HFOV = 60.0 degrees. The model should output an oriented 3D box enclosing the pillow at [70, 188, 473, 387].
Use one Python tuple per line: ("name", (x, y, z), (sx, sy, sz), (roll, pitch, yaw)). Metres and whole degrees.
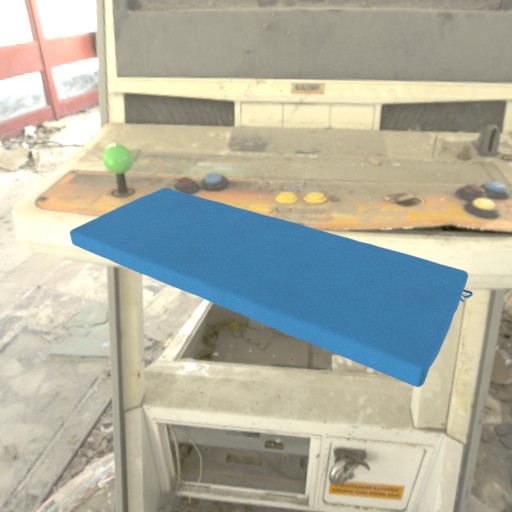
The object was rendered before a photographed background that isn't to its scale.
("pillow", (0.000, 0.000, 1.357), (1.187, 0.081, 0.492), (18, 35, 28))
